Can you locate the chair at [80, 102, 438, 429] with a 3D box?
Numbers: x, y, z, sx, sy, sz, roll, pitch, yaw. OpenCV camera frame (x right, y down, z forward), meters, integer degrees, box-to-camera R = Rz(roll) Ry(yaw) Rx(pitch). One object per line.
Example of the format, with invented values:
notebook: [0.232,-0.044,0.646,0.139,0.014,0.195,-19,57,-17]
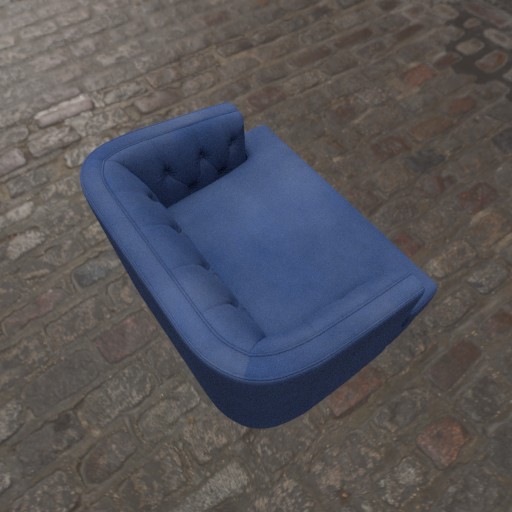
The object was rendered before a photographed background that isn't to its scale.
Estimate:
chair: [0.000,0.000,1.776,0.914,0.787,1.118,-32,63,-18]
